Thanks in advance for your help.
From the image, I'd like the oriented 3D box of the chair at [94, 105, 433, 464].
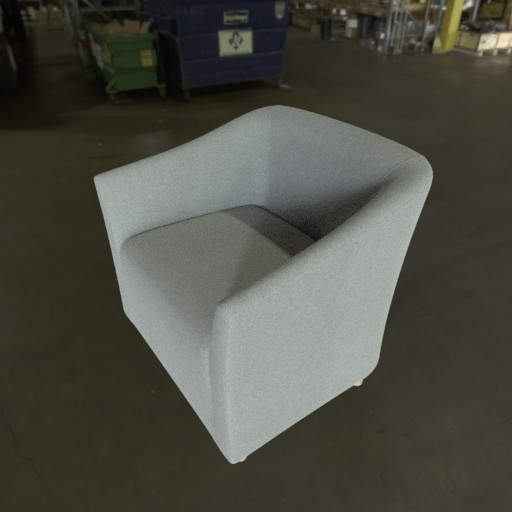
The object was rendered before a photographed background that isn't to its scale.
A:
[{"bbox_3d":[0.000,0.000,1.380,0.700,0.720,0.790,-21,39,-29],"label":"chair"}]
